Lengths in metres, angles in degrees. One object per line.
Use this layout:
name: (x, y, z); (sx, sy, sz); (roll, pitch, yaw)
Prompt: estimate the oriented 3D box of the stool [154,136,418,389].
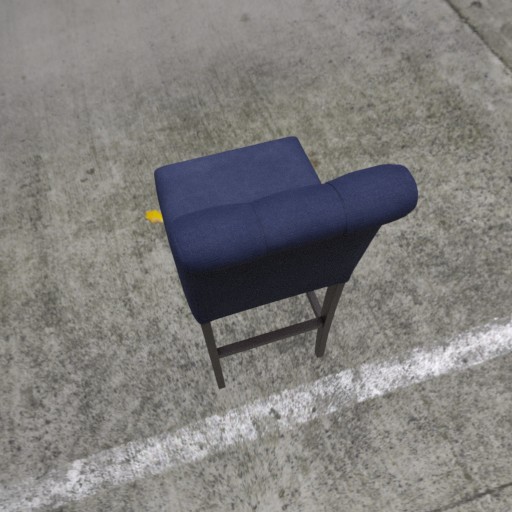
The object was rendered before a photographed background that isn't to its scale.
stool: (0.000, 0.000, 1.383); (0.493, 1.140, 0.601); (-15, 60, -9)
